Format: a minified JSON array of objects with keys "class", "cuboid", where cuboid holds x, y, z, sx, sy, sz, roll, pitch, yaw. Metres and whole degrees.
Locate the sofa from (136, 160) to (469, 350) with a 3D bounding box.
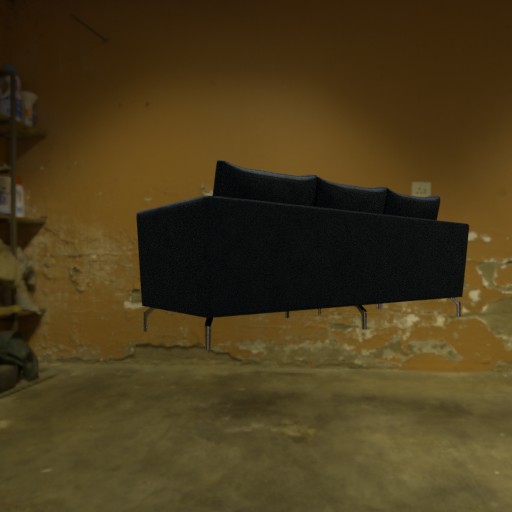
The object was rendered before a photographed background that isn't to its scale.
[{"class":"sofa","cuboid":[0.000,0.000,3.814,2.463,0.988,2.472,1,-1,-37]}]
